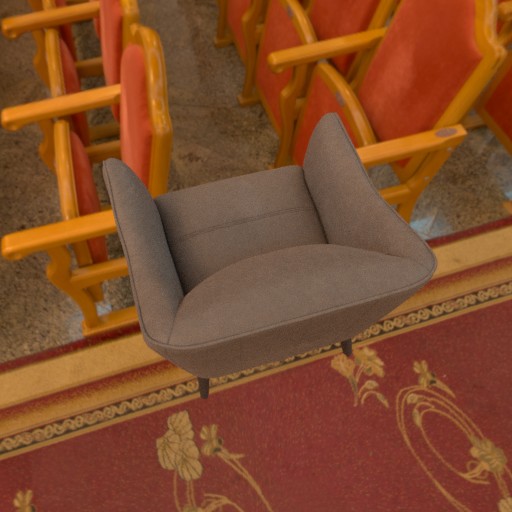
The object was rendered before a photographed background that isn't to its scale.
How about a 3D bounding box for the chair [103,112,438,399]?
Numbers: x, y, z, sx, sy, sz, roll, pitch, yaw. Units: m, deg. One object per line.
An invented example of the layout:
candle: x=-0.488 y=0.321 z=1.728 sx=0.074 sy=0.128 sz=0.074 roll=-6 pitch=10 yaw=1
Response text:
chair: x=0.000 y=0.000 z=1.534 sx=0.871 sy=0.830 sz=0.852 roll=-14 pitch=60 yaw=-8
